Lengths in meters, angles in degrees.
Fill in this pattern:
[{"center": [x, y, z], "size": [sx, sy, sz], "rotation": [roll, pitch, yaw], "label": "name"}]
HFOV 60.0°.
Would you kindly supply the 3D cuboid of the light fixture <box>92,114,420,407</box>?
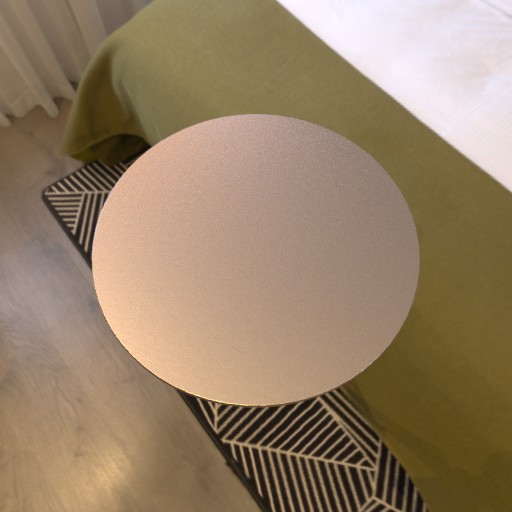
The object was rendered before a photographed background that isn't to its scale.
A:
[{"center": [0.000, 0.000, 0.545], "size": [0.368, 0.100, 0.368], "rotation": [0, 64, 0], "label": "light fixture"}]
